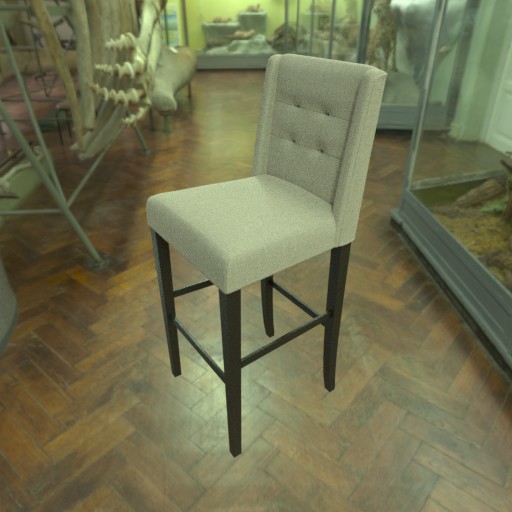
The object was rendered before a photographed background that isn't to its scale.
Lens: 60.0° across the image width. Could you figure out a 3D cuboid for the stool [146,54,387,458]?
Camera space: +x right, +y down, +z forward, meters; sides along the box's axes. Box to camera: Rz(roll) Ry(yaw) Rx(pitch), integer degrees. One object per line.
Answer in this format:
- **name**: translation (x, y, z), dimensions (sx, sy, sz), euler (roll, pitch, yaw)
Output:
- **stool**: translation (0.000, 0.000, 1.401), dimensions (0.509, 1.116, 0.474), euler (-20, 36, -30)
